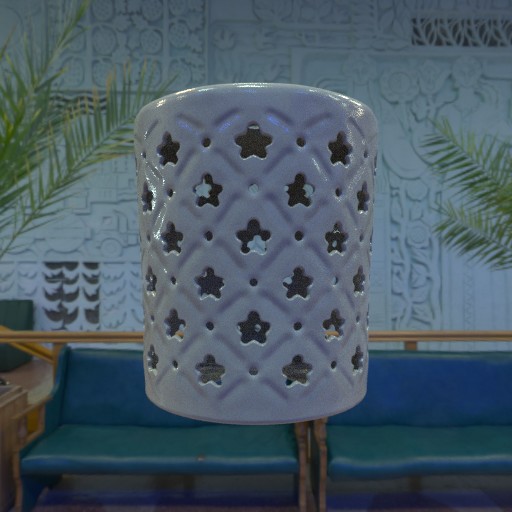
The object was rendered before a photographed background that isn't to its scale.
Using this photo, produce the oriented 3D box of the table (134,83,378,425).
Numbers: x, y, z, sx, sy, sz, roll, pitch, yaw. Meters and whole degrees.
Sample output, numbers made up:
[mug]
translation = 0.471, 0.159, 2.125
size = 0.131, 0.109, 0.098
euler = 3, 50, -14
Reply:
[table]
translation = 0.000, 0.000, 0.656
size = 0.352, 0.387, 0.352
euler = 0, 0, 0
